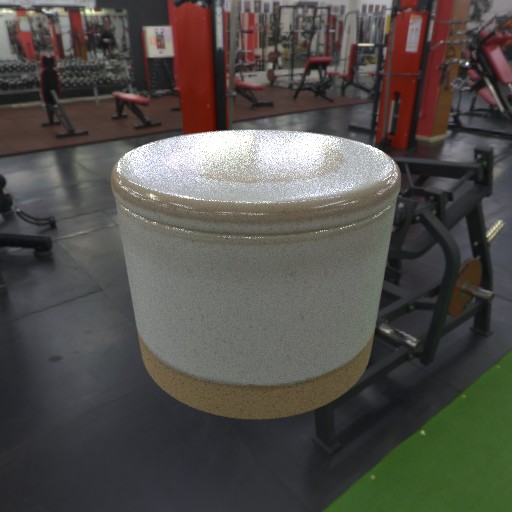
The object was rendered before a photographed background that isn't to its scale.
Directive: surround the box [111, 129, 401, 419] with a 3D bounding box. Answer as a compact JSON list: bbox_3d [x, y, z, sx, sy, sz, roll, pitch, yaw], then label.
[{"bbox_3d":[0.000,0.000,0.269,0.154,0.123,0.154,0,27,0],"label":"box"}]
